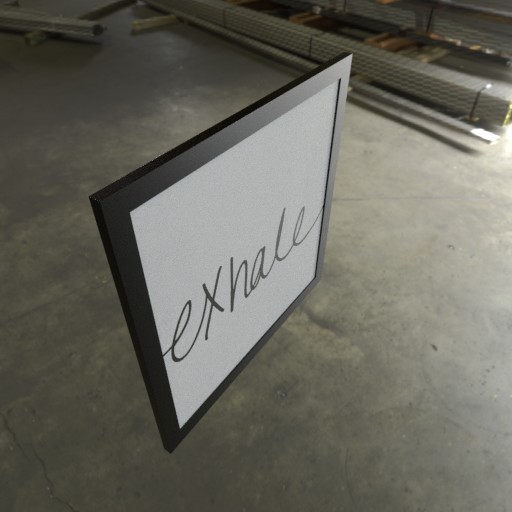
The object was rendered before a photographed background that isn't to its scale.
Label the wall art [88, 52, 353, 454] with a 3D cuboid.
[{"bbox_3d":[0.000,0.000,0.637,0.014,0.445,0.446,25,48,26],"label":"wall art"}]
